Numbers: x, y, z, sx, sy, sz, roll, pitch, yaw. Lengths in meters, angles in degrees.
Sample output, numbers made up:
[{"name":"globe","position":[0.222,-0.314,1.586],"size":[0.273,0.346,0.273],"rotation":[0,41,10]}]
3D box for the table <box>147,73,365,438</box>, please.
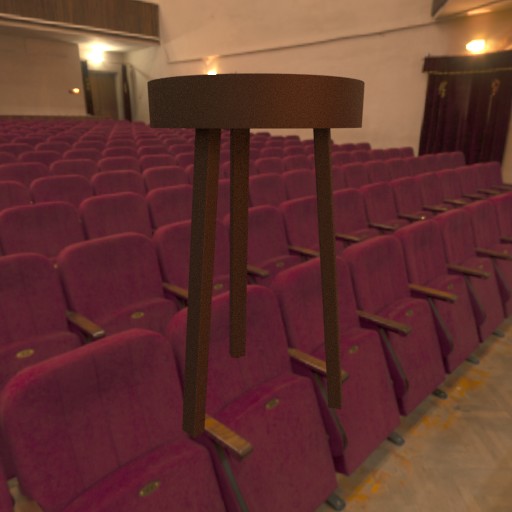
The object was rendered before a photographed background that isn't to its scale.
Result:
[{"name":"table","position":[0.000,0.000,0.949],"size":[0.406,0.686,0.406],"rotation":[16,23,42]}]
